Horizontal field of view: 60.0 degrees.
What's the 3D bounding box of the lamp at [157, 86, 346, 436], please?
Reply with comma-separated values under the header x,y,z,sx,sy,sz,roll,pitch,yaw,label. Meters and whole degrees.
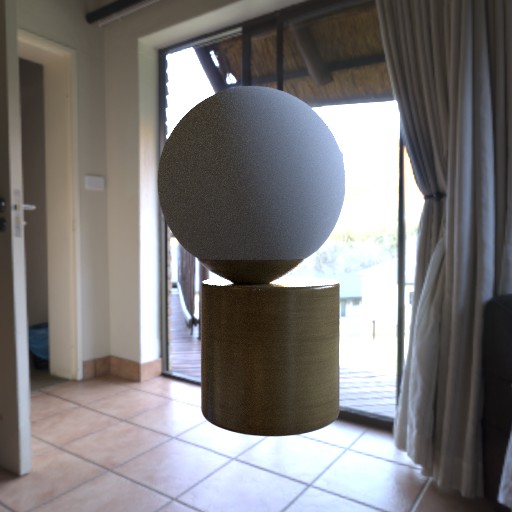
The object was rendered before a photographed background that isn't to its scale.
x,y,z,sx,sy,sz,roll,pitch,yaw,label
0.000,0.000,0.345,0.141,0.250,0.152,1,1,36,lamp
